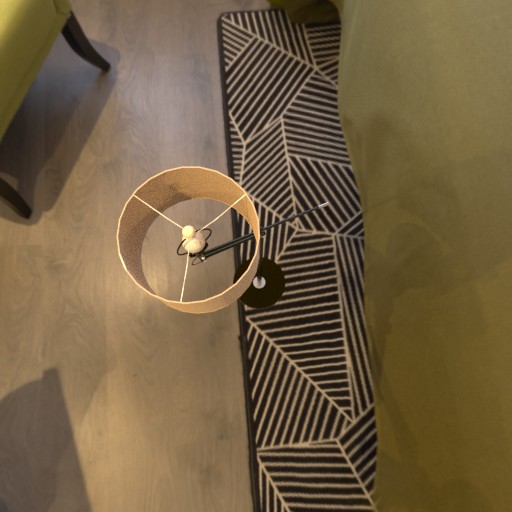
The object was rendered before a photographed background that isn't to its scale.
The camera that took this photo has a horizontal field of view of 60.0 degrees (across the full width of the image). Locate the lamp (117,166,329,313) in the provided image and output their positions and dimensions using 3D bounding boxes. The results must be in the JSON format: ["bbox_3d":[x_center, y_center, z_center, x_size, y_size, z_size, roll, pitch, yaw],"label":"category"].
[{"bbox_3d":[0.000,0.000,1.976,0.809,1.635,0.373,-35,79,-8],"label":"lamp"}]
